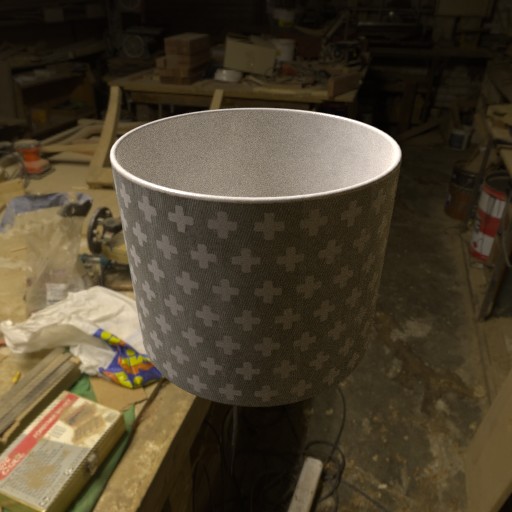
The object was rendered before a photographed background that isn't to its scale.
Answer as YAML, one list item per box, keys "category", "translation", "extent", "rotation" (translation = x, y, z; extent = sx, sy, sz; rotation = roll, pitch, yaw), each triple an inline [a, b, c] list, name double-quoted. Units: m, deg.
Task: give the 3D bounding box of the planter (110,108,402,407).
- category: "planter"
  translation: [0.000, 0.000, 0.346]
  extent: [0.190, 0.181, 0.190]
  rotation: [0, 32, 0]
